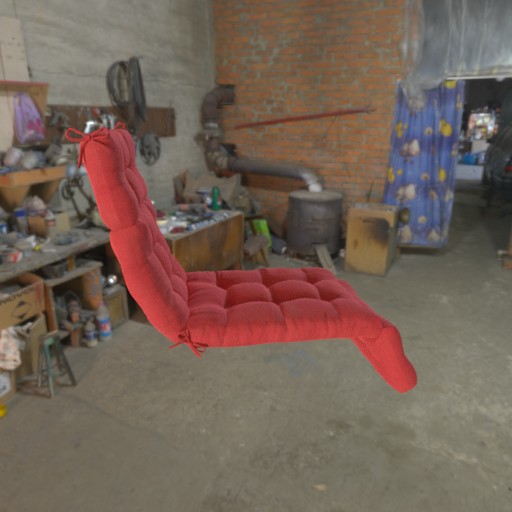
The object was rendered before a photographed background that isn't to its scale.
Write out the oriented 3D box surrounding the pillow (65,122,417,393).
[{"bbox_3d":[0.000,0.000,1.491,1.016,0.863,0.526,-3,17,-10],"label":"pillow"}]
